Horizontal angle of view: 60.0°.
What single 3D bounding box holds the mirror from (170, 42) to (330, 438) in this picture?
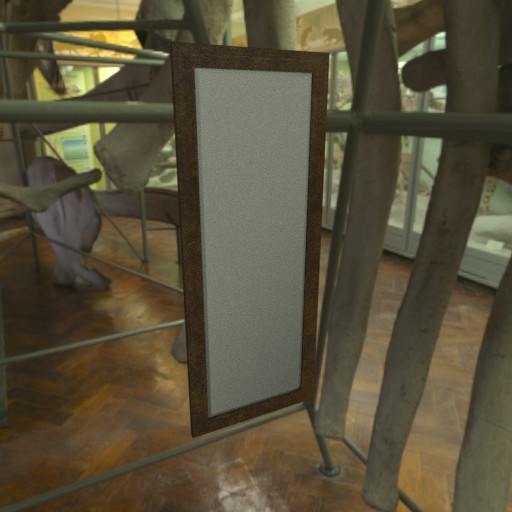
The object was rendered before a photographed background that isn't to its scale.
[{"bbox_3d":[0.000,0.000,2.374,0.812,2.031,0.032,-9,20,-25],"label":"mirror"}]
